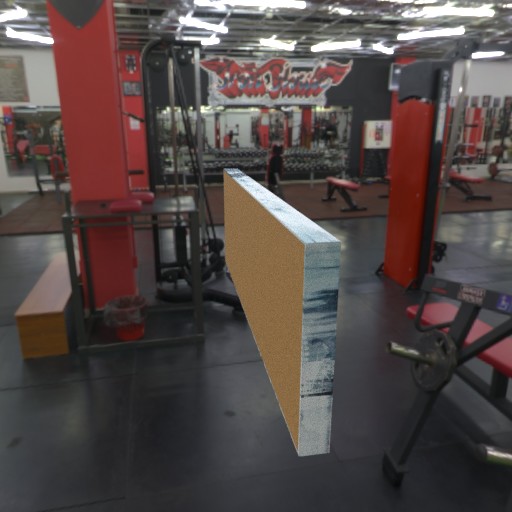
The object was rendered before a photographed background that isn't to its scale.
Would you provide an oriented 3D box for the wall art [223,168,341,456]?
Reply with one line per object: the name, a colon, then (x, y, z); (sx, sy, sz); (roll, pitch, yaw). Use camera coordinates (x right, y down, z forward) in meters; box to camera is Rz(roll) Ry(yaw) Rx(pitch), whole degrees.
wall art: (0.000, 0.000, 0.827); (0.037, 0.251, 0.759); (-3, 17, -10)
